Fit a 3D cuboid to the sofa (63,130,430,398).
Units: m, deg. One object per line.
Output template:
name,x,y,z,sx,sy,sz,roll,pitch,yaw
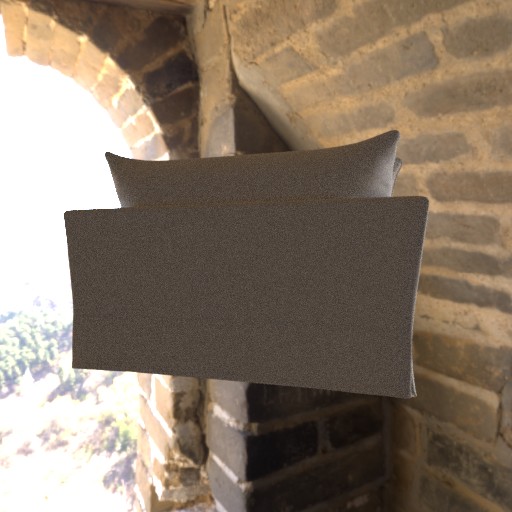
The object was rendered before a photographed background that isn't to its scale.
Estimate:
sofa,0.000,0.000,2.287,1.608,1.039,1.026,0,0,17
